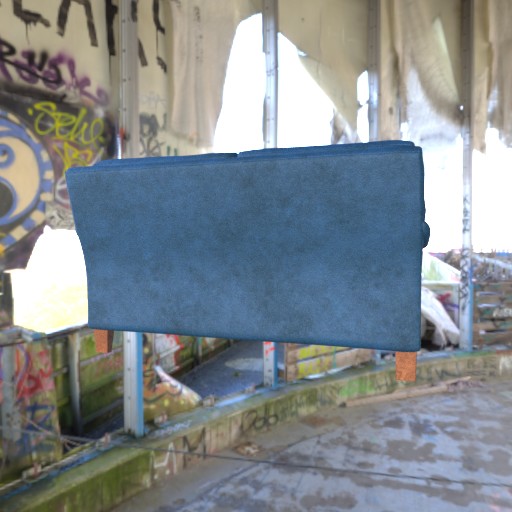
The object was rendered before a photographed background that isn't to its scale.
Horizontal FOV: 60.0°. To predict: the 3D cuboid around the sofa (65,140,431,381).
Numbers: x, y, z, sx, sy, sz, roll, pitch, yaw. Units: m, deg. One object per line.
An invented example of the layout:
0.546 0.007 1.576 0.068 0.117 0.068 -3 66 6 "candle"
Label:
0.000 0.000 2.567 1.853 1.101 1.084 1 2 18 "sofa"
